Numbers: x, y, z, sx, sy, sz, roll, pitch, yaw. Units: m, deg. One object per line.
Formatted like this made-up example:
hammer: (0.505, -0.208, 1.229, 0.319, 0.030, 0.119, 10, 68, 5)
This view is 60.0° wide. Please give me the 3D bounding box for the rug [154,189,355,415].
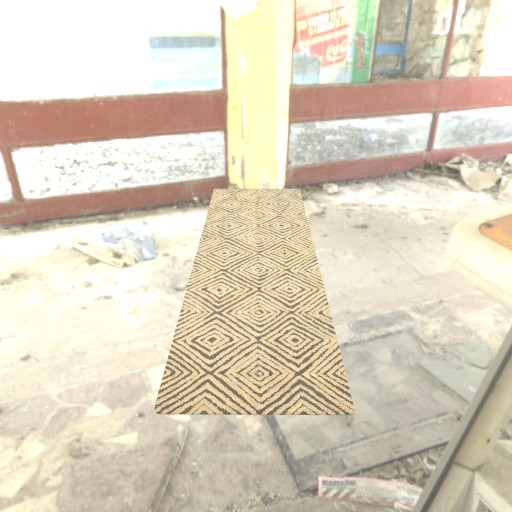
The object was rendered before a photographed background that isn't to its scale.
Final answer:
rug: (0.000, 0.000, 2.489, 0.676, 0.008, 2.277, 0, 28, 0)
